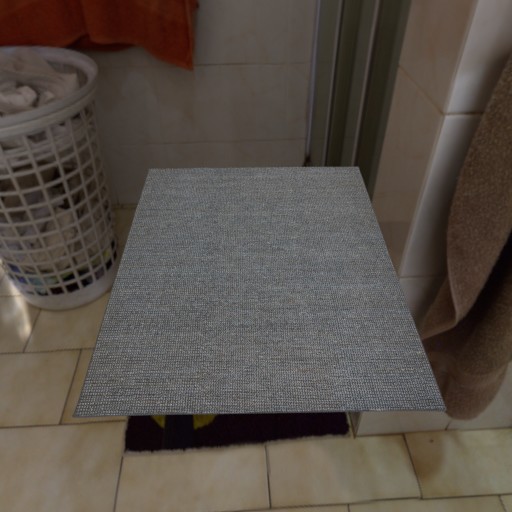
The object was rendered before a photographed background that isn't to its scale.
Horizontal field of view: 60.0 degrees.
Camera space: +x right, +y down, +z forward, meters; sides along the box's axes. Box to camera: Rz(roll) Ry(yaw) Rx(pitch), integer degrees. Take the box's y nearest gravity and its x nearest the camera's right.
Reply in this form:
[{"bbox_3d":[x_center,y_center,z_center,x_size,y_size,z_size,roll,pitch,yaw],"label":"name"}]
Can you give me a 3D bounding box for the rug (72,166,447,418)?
[{"bbox_3d":[0.000,0.000,4.027,2.456,0.021,3.068,-1,42,-1],"label":"rug"}]
